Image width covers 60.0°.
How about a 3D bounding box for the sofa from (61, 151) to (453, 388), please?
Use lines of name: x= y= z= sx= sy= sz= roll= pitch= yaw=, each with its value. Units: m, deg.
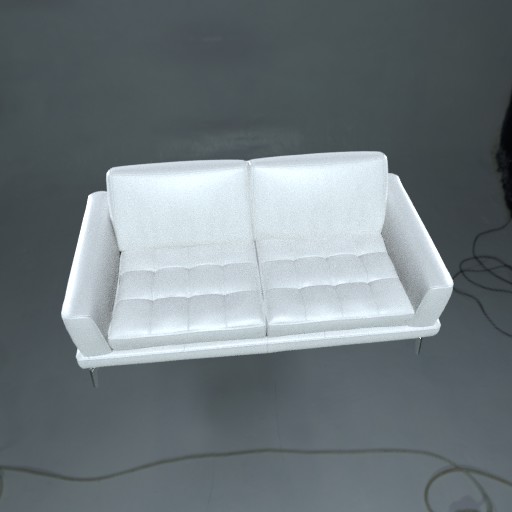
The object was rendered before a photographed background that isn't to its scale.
sofa: x=0.000 y=0.000 z=2.806 sx=2.177 sy=0.930 sz=1.121 roll=-4 pitch=47 yaw=-4
